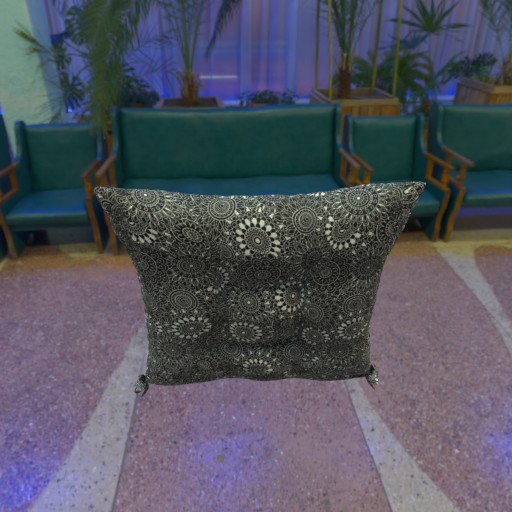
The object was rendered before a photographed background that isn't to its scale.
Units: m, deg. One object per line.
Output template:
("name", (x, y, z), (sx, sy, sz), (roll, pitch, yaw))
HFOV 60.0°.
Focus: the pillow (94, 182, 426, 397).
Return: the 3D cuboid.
("pillow", (0.000, 0.000, 1.010), (0.541, 0.536, 0.585), (-1, 30, -2))
